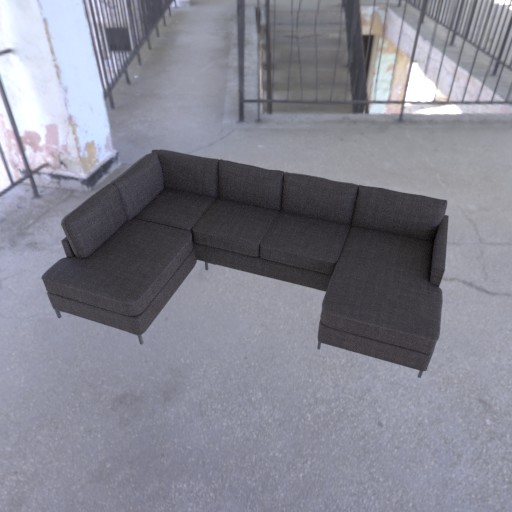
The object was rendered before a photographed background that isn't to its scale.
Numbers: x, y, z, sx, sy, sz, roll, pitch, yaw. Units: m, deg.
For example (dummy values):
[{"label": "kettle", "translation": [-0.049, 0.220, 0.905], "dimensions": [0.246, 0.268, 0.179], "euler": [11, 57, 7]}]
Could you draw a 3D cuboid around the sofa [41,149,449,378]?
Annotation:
[{"label": "sofa", "translation": [0.000, 0.000, 4.283], "dimensions": [3.423, 0.999, 2.048], "euler": [13, 40, 16]}]
